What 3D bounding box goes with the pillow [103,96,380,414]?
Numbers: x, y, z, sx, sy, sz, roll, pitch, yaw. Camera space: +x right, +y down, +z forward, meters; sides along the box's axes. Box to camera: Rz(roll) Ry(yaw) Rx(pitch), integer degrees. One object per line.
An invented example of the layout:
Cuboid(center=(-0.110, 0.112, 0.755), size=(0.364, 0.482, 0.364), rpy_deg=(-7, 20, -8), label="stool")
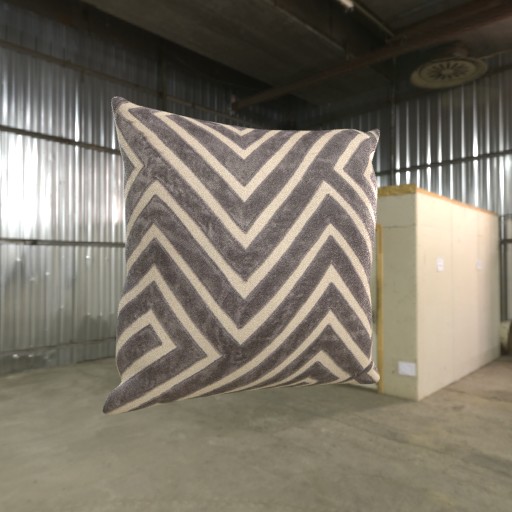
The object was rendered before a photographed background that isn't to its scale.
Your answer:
Cuboid(center=(0.000, 0.000, 0.674), size=(0.440, 0.441, 0.182), rpy_deg=(0, 0, -18), label="pillow")
